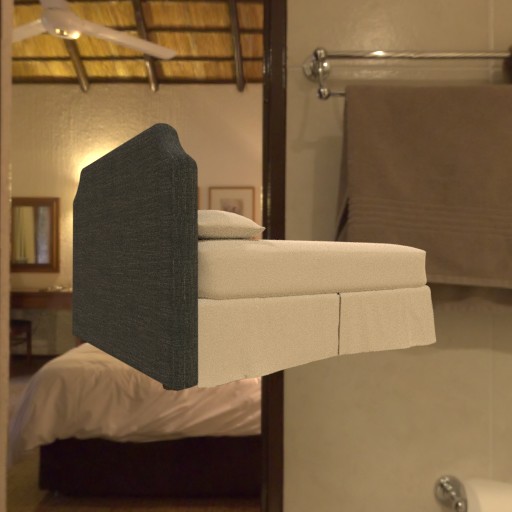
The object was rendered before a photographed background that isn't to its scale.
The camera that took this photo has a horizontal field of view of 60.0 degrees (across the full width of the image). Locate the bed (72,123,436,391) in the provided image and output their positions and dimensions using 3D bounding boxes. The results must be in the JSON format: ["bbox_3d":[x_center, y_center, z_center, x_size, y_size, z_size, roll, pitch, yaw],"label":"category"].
[{"bbox_3d":[0.000,0.000,3.336,2.208,1.297,1.828,0,0,-36],"label":"bed"}]
